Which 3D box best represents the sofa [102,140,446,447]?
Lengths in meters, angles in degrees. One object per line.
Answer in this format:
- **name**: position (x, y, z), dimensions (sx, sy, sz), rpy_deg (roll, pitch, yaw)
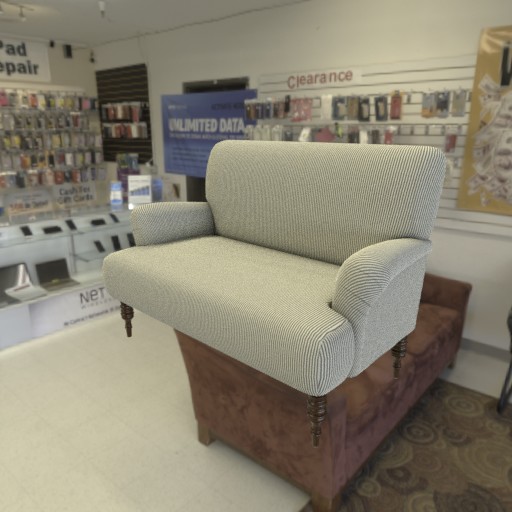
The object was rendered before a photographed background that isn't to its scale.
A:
- **sofa**: position (0.000, 0.000, 1.825), dimensions (1.297, 0.889, 0.779), rpy_deg (15, 22, 41)
